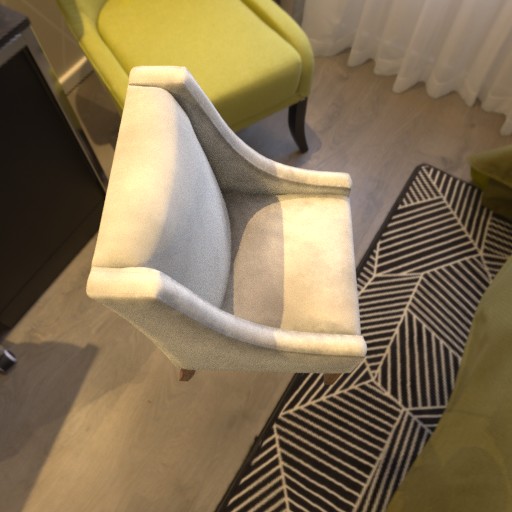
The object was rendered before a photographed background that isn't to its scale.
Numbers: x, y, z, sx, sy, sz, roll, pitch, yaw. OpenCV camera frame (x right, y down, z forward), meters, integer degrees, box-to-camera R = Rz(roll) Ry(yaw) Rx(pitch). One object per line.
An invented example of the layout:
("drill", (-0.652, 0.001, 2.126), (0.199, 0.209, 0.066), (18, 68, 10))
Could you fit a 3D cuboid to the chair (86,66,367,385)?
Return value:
("chair", (0.000, 0.000, 1.344), (0.629, 0.895, 0.629), (1, 64, 1))
